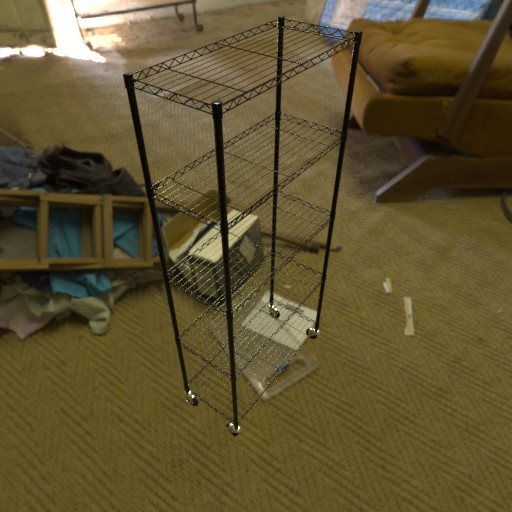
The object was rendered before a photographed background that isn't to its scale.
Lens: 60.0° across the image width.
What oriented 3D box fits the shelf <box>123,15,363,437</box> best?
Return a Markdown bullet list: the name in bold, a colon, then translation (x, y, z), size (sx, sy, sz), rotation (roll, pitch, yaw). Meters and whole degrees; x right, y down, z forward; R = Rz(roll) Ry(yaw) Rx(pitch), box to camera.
- **shelf**: translation (0.000, 0.000, 1.867), size (0.356, 1.645, 0.762), rotation (27, 48, 27)
